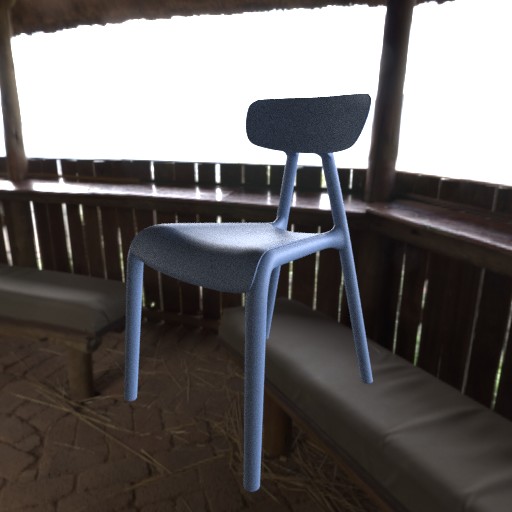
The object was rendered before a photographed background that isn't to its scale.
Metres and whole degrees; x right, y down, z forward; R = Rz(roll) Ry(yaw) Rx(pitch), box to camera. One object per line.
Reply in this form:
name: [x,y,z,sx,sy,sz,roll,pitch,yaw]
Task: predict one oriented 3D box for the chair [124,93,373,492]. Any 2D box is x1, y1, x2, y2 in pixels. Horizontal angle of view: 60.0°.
chair: [0.000,0.000,0.828,0.356,0.580,0.401,14,21,41]
